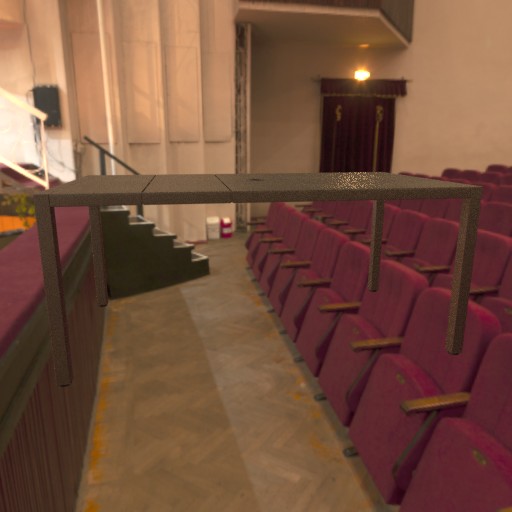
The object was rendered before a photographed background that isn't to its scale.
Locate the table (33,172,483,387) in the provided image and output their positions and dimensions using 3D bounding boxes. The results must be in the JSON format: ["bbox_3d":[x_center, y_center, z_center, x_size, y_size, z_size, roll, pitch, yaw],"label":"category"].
[{"bbox_3d":[0.000,0.000,2.156,1.680,0.735,0.914,-2,14,-9],"label":"table"}]
